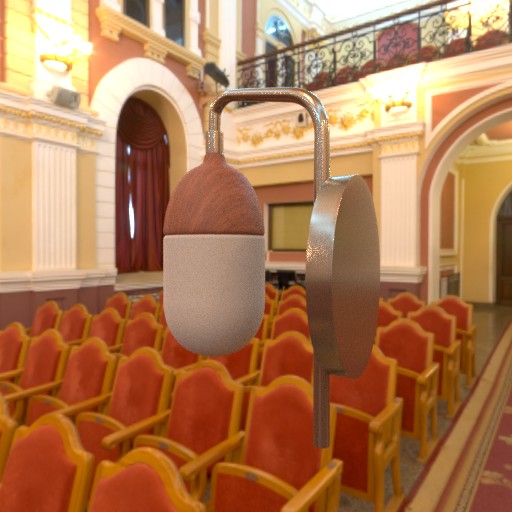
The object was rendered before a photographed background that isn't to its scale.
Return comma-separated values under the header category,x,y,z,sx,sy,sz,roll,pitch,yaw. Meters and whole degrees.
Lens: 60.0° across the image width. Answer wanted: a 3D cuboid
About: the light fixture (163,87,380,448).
category,x,y,z,sx,sy,sz,roll,pitch,yaw
light fixture,0.000,0.000,0.443,0.216,0.343,0.108,1,1,35
